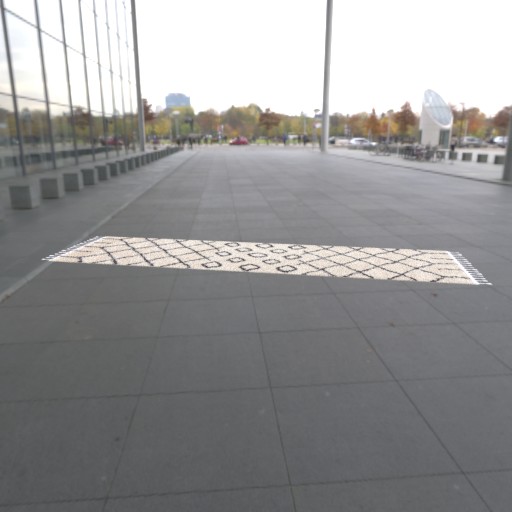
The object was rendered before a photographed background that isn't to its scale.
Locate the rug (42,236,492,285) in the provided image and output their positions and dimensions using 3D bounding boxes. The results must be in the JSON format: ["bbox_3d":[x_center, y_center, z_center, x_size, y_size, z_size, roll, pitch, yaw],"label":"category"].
[{"bbox_3d":[0.000,0.000,2.682,2.464,0.005,0.660,3,15,10],"label":"rug"}]
